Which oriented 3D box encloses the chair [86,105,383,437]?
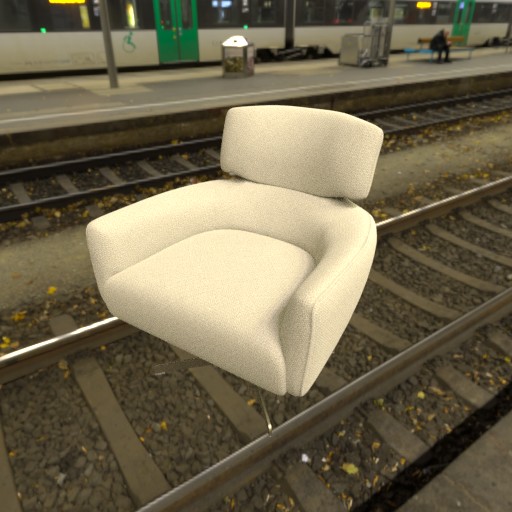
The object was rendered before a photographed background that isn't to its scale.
[{"bbox_3d":[0.000,0.000,1.409,0.760,0.810,0.730,17,33,29],"label":"chair"}]
